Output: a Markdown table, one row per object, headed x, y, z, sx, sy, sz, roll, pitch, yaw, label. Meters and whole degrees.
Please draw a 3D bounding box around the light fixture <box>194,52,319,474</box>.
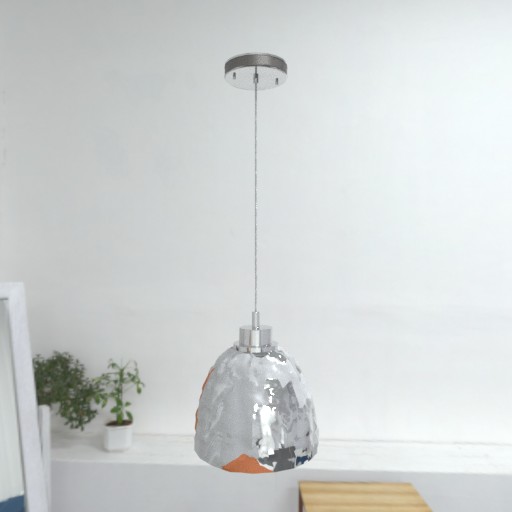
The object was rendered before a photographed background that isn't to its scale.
| x | y | z | sx | sy | sz | roll | pitch | yaw | label |
| --- | --- | --- | --- | --- | --- | --- | --- | --- | --- |
| 0.000 | 0.000 | 1.777 | 0.496 | 1.511 | 0.500 | 0 | 0 | -19 | light fixture |
